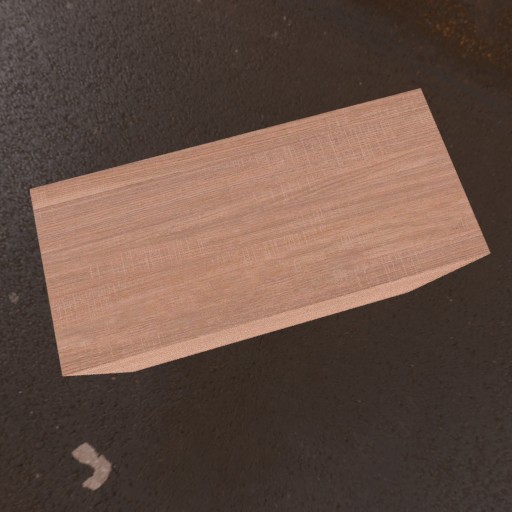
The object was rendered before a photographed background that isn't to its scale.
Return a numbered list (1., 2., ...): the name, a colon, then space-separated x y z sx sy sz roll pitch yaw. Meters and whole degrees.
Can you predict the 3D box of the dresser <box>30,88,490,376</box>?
1. dresser: 0.000 0.000 1.537 1.110 0.780 0.500 -16 77 -4
